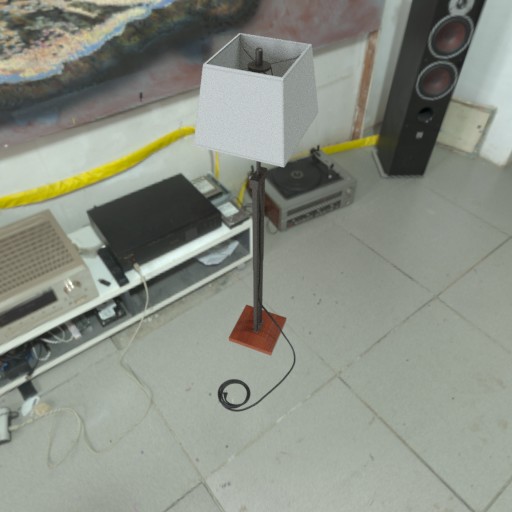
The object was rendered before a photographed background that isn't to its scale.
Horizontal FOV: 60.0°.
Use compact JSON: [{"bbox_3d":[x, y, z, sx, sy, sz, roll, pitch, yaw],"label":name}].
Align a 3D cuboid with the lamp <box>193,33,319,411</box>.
[{"bbox_3d":[0.000,0.000,2.021,0.472,1.712,0.745,17,49,15],"label":"lamp"}]
